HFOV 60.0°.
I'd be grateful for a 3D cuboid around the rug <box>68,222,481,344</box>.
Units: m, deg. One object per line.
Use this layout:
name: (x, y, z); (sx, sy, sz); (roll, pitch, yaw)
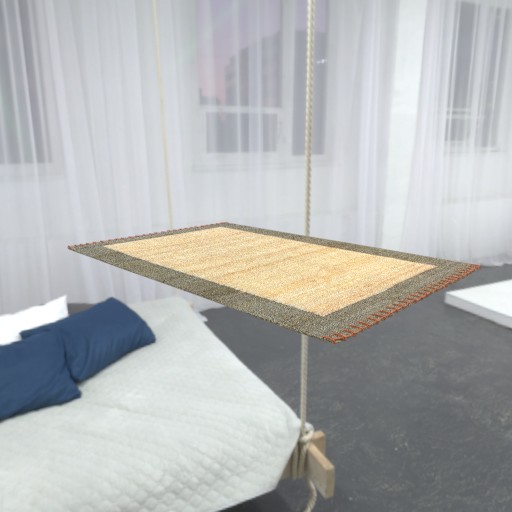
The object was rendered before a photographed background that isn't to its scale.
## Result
rug: (0.000, 0.000, 2.296); (1.838, 0.019, 1.220); (13, 19, 43)
